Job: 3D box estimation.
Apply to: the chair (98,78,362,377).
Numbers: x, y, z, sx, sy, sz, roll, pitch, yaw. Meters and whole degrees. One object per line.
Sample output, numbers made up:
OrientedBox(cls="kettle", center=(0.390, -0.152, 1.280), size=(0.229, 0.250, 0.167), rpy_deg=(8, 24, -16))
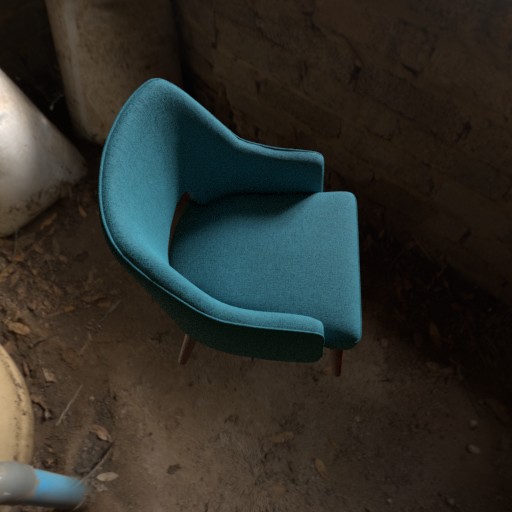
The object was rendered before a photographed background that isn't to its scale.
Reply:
OrientedBox(cls="chair", center=(0.000, 0.000, 1.215), size=(0.605, 0.849, 0.548), rpy_deg=(3, 64, 2))
